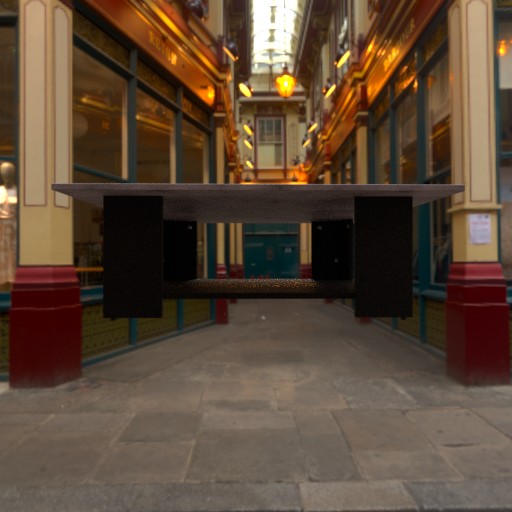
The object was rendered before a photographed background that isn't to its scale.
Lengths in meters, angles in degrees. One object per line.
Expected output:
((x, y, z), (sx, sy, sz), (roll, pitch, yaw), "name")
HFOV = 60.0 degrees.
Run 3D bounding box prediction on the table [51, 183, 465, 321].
((0.000, 0.000, 1.397), (0.890, 0.305, 0.890), (0, 0, -1), "table")
